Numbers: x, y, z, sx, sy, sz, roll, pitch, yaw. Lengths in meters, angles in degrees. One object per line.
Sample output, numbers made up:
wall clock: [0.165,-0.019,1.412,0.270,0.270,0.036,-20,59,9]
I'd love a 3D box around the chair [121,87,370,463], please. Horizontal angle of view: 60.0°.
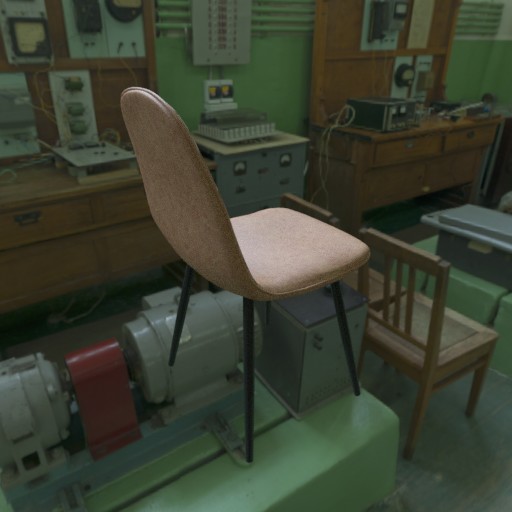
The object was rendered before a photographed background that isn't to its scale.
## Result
chair: [0.000,0.000,1.201,0.561,0.889,0.472,-18,32,-31]
